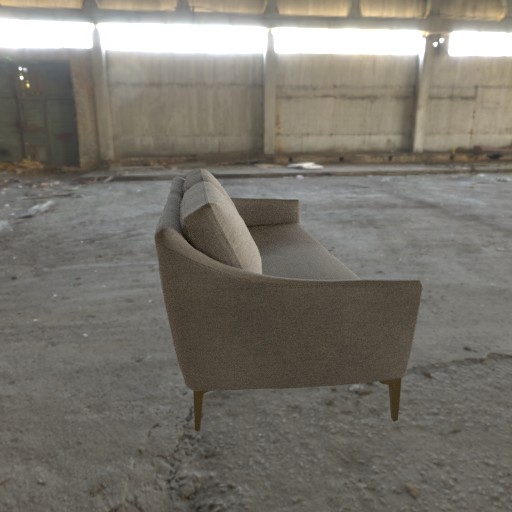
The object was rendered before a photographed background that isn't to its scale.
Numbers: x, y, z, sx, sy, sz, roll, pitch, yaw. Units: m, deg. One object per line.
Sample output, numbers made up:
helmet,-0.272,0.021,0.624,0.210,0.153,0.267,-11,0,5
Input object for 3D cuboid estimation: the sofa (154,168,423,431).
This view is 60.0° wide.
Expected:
sofa,0.000,0.000,2.566,0.980,0.913,2.036,-2,16,-8
